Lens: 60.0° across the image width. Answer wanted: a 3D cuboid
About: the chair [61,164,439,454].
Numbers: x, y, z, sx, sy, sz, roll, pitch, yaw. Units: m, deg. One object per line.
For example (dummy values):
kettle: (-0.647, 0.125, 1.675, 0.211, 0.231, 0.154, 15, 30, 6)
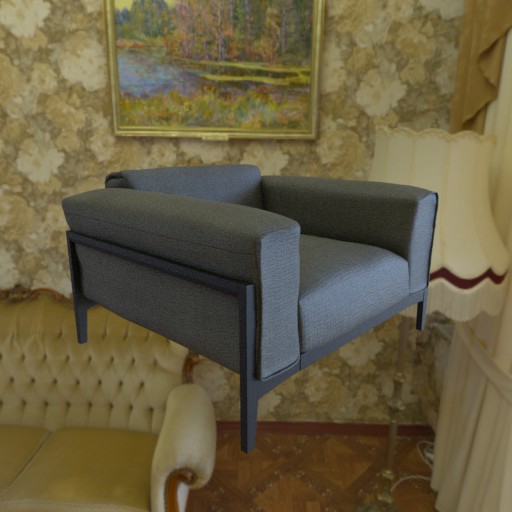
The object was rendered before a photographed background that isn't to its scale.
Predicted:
chair: (0.000, 0.000, 1.671, 0.969, 0.646, 1.056, 13, 20, 42)
